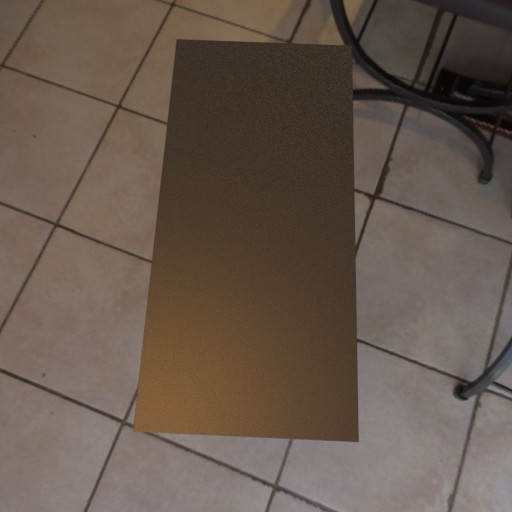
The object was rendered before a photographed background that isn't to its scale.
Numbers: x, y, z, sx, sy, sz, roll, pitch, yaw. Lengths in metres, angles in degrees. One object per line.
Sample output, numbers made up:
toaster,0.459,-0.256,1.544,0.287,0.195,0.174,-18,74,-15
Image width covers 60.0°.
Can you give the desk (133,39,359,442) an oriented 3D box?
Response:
desk,0.000,0.000,1.506,0.504,0.780,1.057,2,74,1
